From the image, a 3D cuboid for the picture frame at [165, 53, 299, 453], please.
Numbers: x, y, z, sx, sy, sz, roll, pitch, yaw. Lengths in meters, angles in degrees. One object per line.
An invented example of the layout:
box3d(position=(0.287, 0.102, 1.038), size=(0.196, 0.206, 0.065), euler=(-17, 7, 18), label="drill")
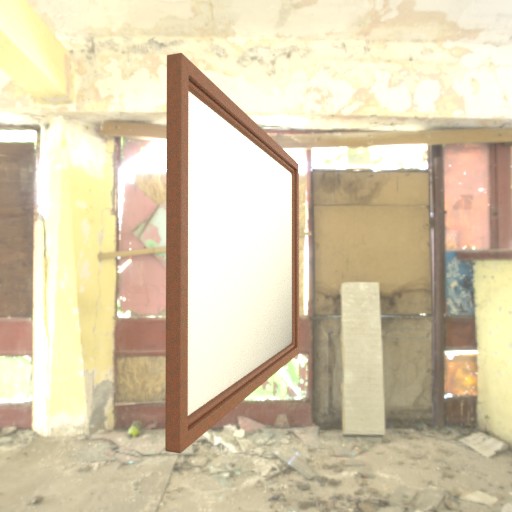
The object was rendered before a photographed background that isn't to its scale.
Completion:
box3d(position=(0.000, 0.000, 1.761), size=(0.045, 1.018, 1.329), euler=(0, -1, 19), label="picture frame")
